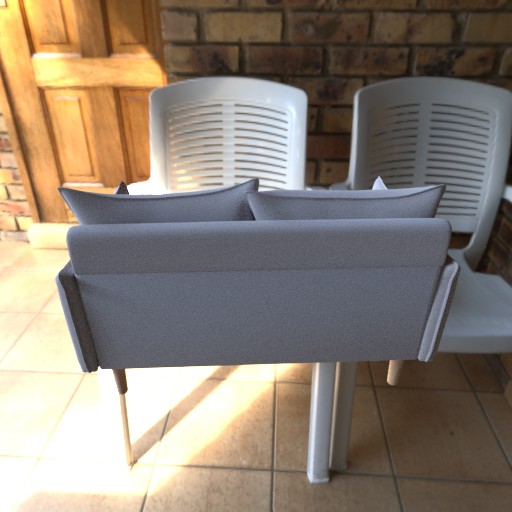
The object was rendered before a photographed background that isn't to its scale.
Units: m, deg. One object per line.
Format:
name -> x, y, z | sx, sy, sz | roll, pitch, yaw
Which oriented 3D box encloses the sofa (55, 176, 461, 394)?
sofa -> 0.000, 0.000, 1.817 | 1.300, 0.840, 0.820 | -1, 30, -2
